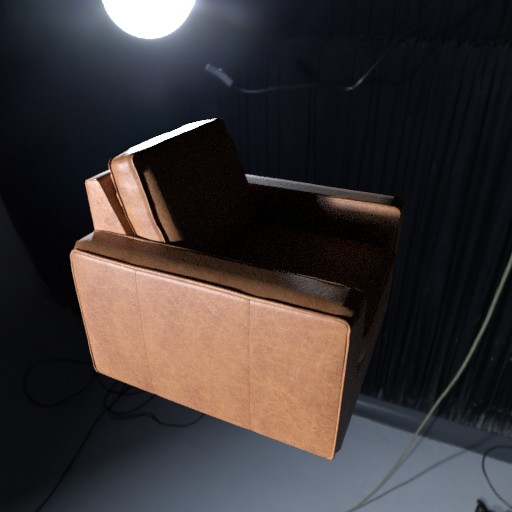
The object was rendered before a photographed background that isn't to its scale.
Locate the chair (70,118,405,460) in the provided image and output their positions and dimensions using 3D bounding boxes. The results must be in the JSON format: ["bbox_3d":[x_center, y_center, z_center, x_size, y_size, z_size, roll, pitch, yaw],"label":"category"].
[{"bbox_3d":[0.000,0.000,1.744,1.027,0.901,0.987,11,31,18],"label":"chair"}]
